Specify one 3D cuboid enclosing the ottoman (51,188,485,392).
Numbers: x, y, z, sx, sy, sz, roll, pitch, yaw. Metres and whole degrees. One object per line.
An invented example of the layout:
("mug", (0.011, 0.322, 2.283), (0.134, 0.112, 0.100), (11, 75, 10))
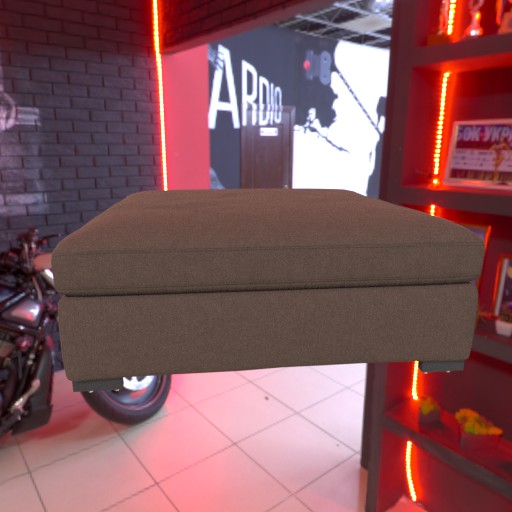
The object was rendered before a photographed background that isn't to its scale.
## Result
("ottoman", (0.000, 0.000, 1.754), (1.181, 0.470, 1.181), (-1, 14, -6))
